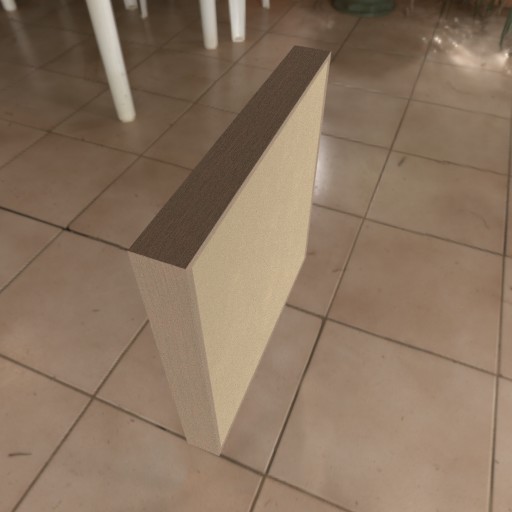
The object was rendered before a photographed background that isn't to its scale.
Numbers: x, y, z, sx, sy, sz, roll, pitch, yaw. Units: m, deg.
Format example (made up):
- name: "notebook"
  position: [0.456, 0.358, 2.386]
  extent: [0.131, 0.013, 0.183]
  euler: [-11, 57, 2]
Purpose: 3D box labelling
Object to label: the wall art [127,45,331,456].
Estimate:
- name: "wall art"
  position: [0.000, 0.000, 0.457]
  extent: [0.038, 0.303, 0.304]
  euler: [16, 50, 14]
